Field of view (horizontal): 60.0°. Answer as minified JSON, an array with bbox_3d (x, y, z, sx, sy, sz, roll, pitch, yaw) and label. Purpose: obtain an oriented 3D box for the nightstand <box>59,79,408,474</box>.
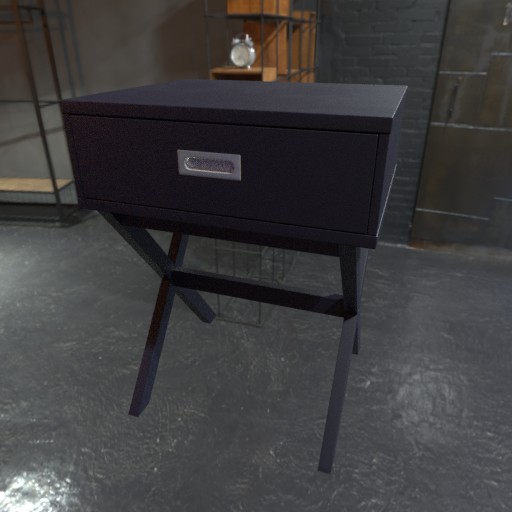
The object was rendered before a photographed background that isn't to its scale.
[{"bbox_3d":[0.000,0.000,0.892,0.479,0.623,0.402,9,28,17],"label":"nightstand"}]
